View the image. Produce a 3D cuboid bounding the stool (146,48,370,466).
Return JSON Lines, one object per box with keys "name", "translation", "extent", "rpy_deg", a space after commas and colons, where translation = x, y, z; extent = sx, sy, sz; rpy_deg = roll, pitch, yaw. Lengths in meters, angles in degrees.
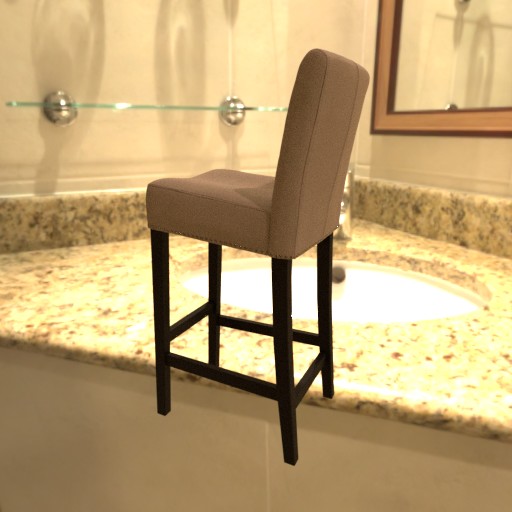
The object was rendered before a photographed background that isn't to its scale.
{"name": "stool", "translation": [0.000, 0.000, 1.311], "extent": [0.548, 1.047, 0.411], "rpy_deg": [8, 18, 25]}
